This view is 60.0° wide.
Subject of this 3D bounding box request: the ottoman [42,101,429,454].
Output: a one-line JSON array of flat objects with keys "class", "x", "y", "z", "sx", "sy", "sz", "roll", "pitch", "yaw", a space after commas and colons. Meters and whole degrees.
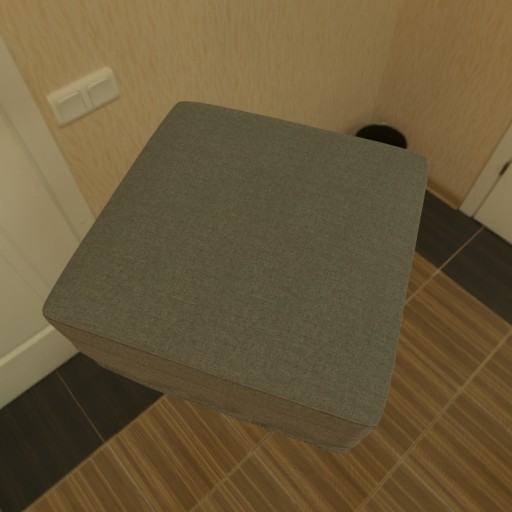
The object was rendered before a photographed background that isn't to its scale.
[{"class": "ottoman", "x": 0.000, "y": 0.000, "z": 1.323, "sx": 0.840, "sy": 0.436, "sz": 0.843, "roll": 16, "pitch": 59, "yaw": 10}]
